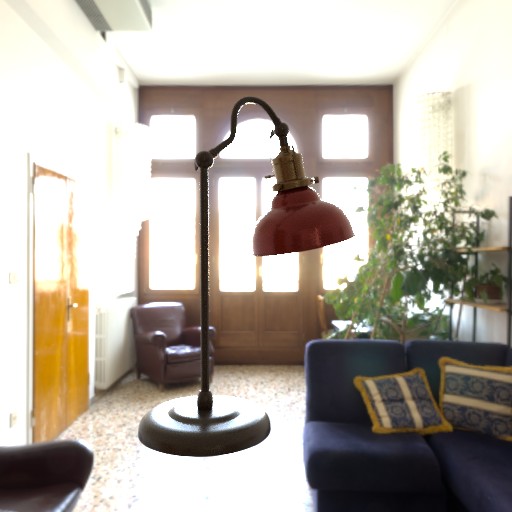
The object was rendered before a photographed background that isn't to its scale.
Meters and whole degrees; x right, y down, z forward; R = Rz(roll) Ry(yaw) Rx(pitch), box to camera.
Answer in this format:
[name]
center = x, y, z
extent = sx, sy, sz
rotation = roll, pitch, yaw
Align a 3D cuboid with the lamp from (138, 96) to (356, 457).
[lamp]
center = 0.000, 0.000, 0.707
extent = 0.374, 0.508, 0.192
rotation = 1, -1, -35
